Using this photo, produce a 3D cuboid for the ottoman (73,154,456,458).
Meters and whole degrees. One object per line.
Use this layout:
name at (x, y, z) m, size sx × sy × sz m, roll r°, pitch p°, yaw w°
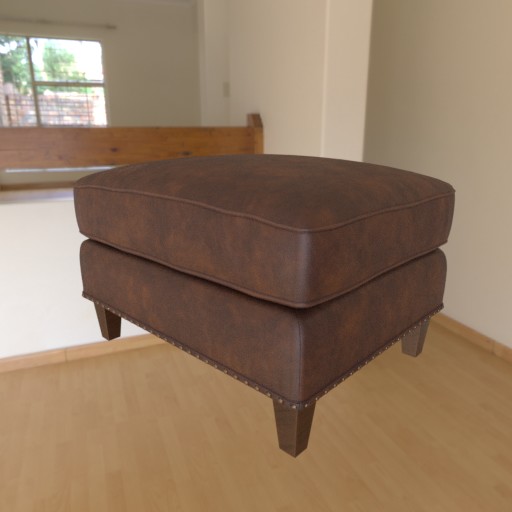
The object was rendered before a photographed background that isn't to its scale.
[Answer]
ottoman at (0.000, 0.000, 1.098) m, size 0.742 × 0.486 × 0.586 m, roll 15°, pitch 22°, yaw 41°
